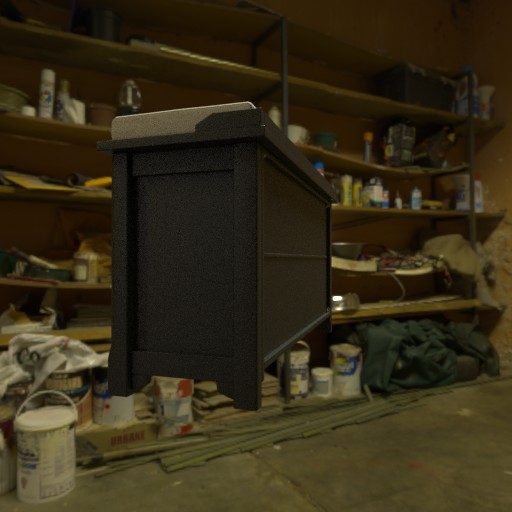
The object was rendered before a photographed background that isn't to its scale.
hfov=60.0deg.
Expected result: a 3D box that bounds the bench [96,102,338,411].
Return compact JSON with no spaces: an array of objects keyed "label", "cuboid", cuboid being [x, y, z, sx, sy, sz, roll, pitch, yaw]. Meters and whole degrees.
[{"label":"bench","cuboid":[0.000,0.000,1.275,0.345,0.561,0.973,0,-1,18]}]
